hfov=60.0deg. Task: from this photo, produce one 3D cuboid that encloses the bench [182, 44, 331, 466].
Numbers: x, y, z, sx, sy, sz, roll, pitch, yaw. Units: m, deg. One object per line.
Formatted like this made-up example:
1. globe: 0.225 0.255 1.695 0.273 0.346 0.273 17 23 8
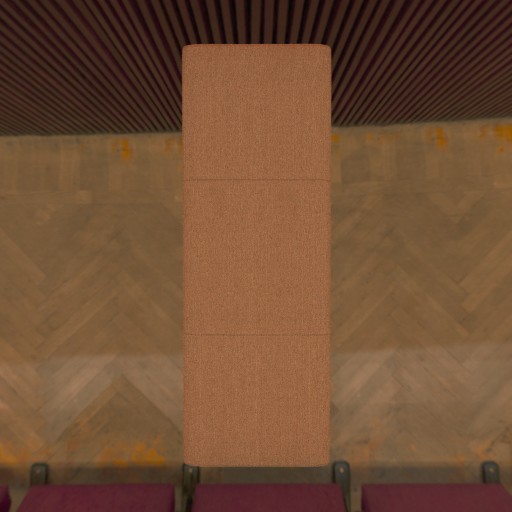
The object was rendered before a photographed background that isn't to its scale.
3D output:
1. bench: 0.000 0.000 1.509 0.446 0.438 1.269 0 91 0
